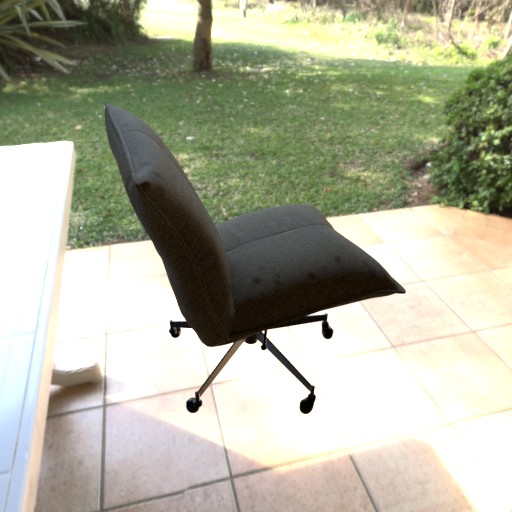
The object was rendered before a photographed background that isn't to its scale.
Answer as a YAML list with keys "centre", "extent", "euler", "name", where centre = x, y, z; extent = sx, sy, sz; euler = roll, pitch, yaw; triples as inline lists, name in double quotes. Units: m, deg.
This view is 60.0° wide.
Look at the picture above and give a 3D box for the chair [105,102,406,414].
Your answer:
- centre: [0.000, 0.000, 1.304]
  extent: [0.696, 0.811, 0.597]
  euler: [-12, 34, -17]
  name: "chair"
